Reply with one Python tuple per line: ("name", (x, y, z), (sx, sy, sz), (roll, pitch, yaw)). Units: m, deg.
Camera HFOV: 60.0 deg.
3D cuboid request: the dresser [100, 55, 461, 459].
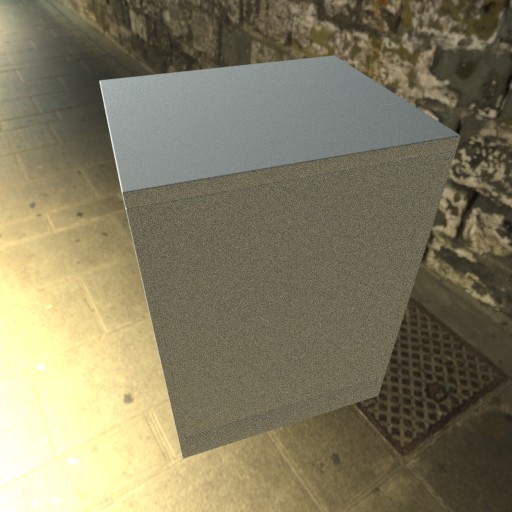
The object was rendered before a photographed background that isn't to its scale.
("dresser", (0.000, 0.000, 0.795), (0.400, 0.560, 0.360), (-12, 42, -14))
